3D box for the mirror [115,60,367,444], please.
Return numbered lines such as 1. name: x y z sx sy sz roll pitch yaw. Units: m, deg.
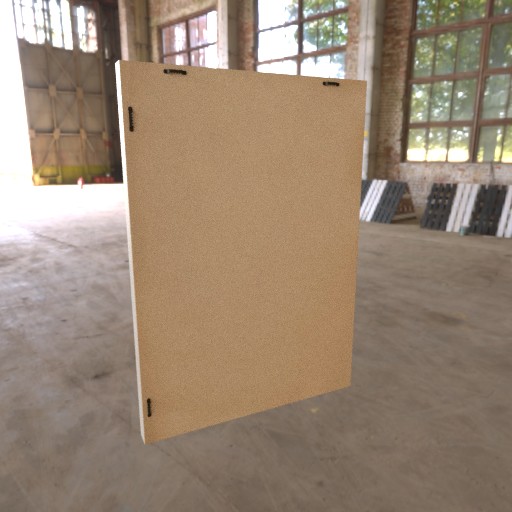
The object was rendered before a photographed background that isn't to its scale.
1. mirror: 0.000 0.000 0.919 0.507 0.710 0.039 -7 15 -25
